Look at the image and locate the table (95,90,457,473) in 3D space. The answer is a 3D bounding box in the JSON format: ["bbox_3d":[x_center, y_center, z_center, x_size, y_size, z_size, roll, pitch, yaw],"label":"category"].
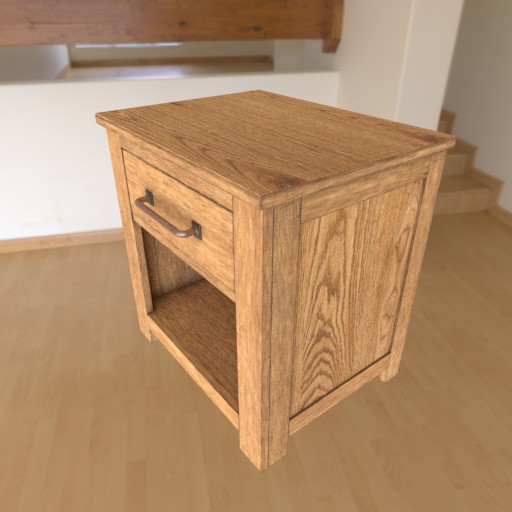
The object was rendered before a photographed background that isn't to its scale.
[{"bbox_3d":[0.000,0.000,1.064,0.494,0.625,0.601,-21,37,-32],"label":"table"}]
